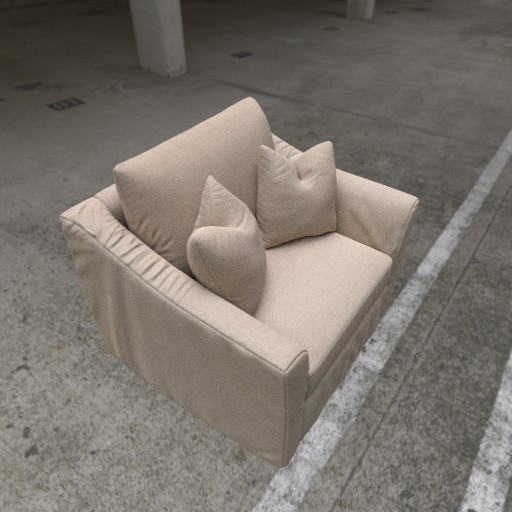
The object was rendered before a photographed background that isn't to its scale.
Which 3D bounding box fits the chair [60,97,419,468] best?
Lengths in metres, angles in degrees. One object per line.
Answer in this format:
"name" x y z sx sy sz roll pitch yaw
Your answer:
"chair" 0.000 0.000 2.052 1.071 1.093 1.194 24 46 26
